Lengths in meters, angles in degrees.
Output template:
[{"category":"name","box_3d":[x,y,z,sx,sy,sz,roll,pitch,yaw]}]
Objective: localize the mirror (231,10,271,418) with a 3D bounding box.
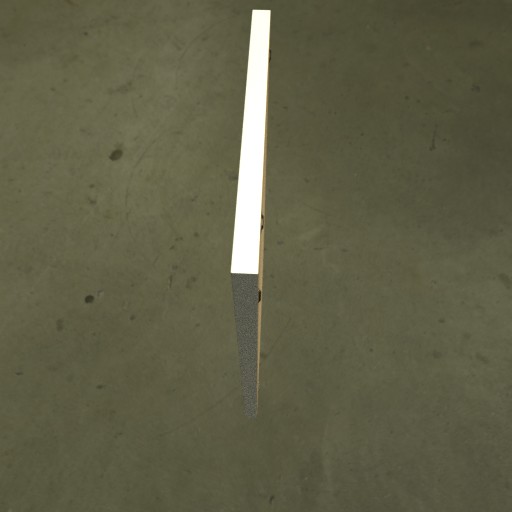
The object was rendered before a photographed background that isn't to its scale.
[{"category":"mirror","box_3d":[0.000,0.000,1.129,0.041,0.914,0.609,2,59,1]}]
